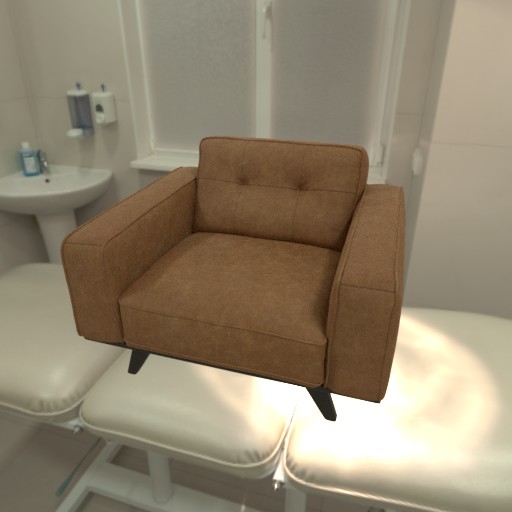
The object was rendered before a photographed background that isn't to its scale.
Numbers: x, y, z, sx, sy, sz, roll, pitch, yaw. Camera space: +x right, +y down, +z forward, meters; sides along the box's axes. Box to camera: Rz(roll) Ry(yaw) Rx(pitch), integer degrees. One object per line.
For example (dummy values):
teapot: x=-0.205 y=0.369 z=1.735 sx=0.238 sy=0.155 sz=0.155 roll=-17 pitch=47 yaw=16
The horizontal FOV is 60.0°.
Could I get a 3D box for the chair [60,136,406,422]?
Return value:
chair: x=0.000 y=0.000 z=1.779 sx=1.118 sy=0.782 sz=0.952 roll=8 pitch=28 yaw=15
